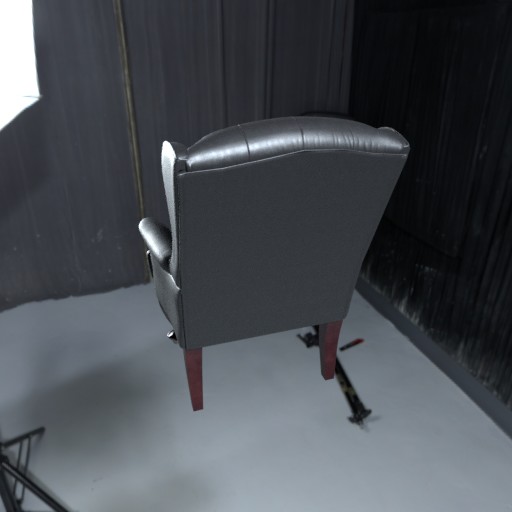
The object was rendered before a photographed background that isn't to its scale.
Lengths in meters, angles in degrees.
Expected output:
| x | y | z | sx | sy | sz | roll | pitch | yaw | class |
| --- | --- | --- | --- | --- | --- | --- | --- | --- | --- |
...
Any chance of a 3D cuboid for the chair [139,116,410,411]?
| x | y | z | sx | sy | sz | roll | pitch | yaw | class |
| --- | --- | --- | --- | --- | --- | --- | --- | --- | --- |
| 0.000 | 0.000 | 1.713 | 0.831 | 1.133 | 0.822 | -8 | 28 | -16 | chair |
